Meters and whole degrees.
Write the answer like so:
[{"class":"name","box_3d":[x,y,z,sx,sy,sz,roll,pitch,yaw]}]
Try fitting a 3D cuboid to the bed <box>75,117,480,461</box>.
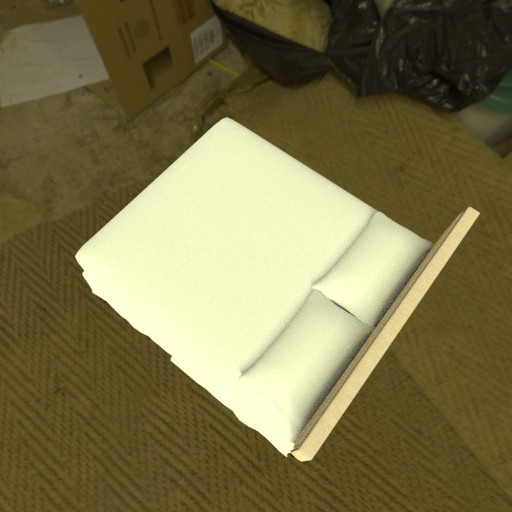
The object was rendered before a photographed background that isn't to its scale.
[{"class":"bed","box_3d":[0.000,0.000,2.855,1.876,1.016,1.616,36,70,16]}]
